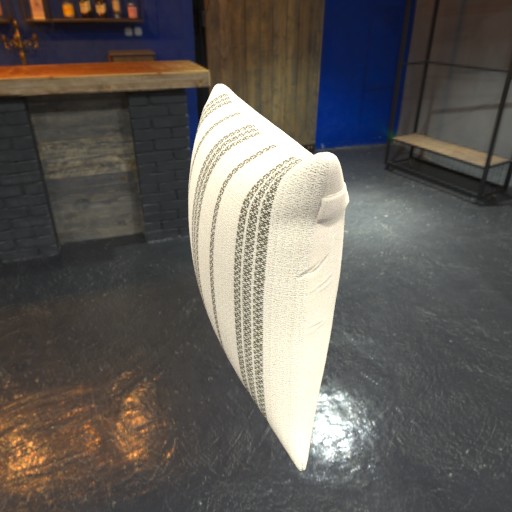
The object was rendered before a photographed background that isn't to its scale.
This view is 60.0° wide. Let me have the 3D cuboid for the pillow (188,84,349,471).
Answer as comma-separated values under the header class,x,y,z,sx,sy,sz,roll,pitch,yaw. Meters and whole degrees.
class,x,y,z,sx,sy,sz,roll,pitch,yaw
pillow,0.000,0.000,0.626,0.173,0.406,0.405,-9,31,-15
